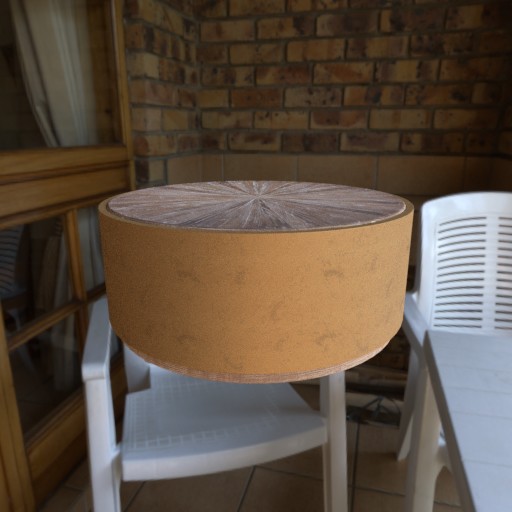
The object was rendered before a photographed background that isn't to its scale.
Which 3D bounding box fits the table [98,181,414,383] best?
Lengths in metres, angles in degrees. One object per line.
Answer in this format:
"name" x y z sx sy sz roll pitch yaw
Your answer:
"table" 0.000 0.000 1.540 1.001 0.409 1.001 0 16 0
